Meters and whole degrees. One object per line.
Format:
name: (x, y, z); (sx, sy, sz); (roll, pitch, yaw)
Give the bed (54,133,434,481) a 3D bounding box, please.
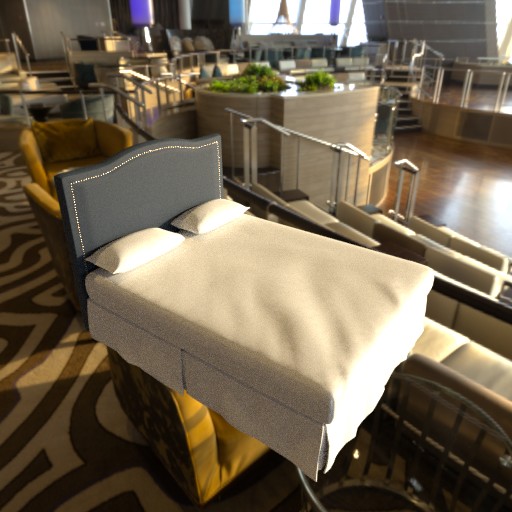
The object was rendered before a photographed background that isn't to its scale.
bed: (0.000, 0.000, 3.375); (2.282, 1.436, 1.821); (19, 33, 32)
